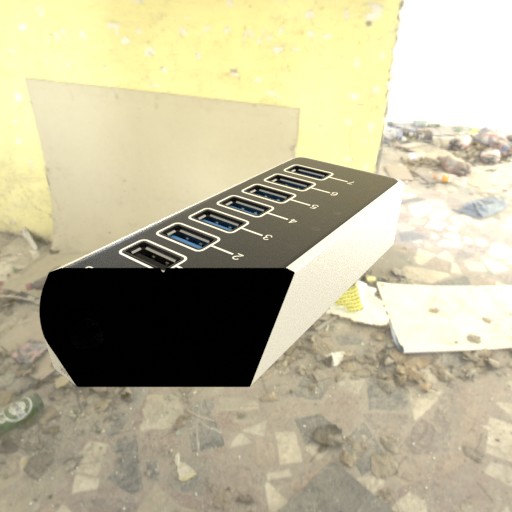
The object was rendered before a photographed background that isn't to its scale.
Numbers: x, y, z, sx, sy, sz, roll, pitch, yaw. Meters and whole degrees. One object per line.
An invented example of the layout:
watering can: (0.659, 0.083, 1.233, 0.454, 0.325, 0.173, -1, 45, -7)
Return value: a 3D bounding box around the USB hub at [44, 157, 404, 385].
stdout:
USB hub: (0.000, 0.000, 0.127, 0.044, 0.023, 0.110, 21, 37, 31)
